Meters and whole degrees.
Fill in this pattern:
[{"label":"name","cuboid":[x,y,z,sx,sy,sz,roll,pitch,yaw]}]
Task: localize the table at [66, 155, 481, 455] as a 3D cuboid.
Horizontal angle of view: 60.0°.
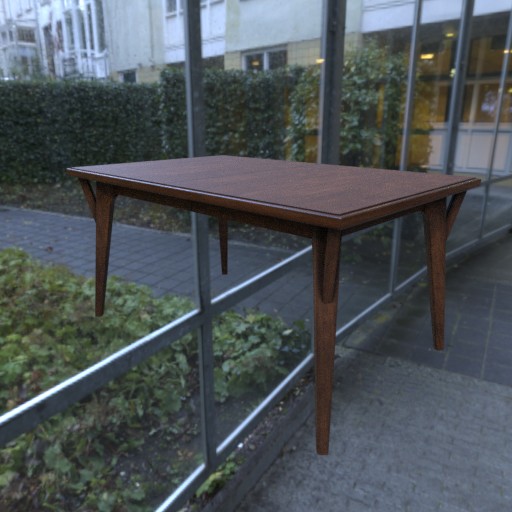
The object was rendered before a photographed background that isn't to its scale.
[{"label":"table","cuboid":[0.000,0.000,2.030,1.524,0.761,0.990,16,24,41]}]
